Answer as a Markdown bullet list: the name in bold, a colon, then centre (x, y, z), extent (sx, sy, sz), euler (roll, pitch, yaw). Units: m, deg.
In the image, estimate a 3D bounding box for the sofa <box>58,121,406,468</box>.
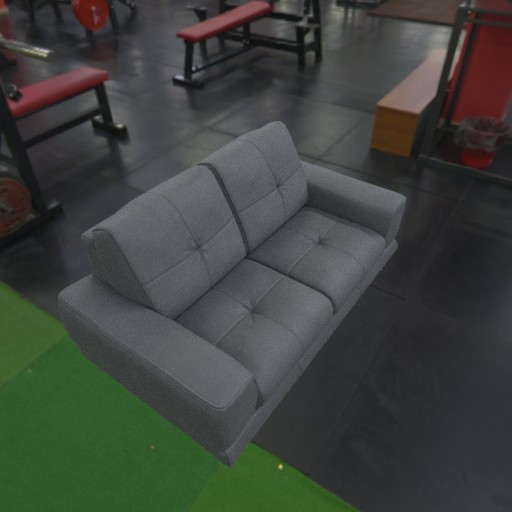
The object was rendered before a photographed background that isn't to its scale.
- **sofa**: centre (0.000, 0.000, 2.390), extent (1.018, 0.907, 1.806), euler (25, 47, 26)
